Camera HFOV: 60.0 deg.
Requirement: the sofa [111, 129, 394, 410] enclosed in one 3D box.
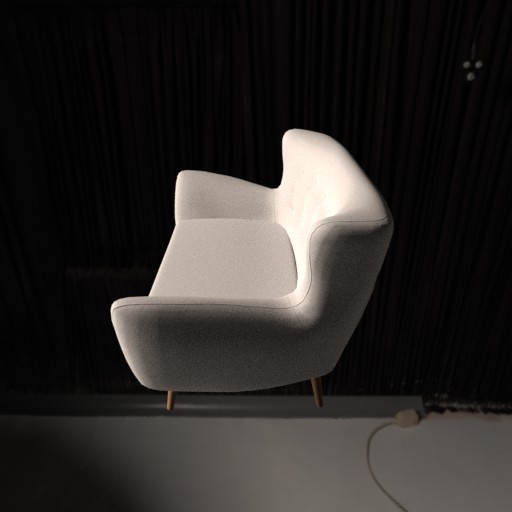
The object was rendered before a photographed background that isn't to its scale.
[{"bbox_3d":[0.000,0.000,2.018,0.921,0.878,1.424,0,27,0],"label":"sofa"}]
